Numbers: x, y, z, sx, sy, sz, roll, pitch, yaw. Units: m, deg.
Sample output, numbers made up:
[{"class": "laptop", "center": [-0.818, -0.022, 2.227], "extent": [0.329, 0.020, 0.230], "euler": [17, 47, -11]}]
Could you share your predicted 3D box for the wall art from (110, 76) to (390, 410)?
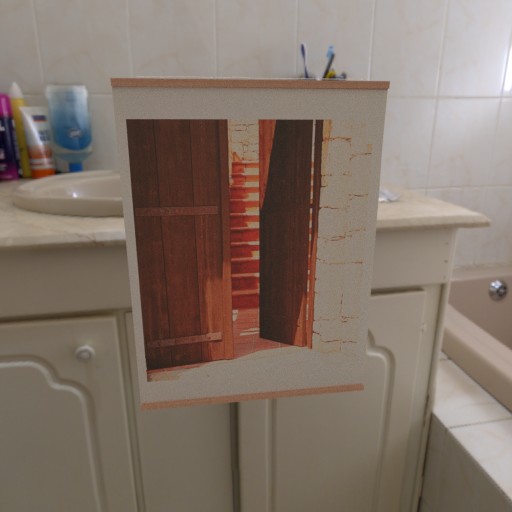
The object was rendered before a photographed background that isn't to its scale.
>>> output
[{"class": "wall art", "center": [0.000, 0.000, 1.350], "extent": [0.758, 1.013, 0.020], "euler": [-3, 18, -8]}]
